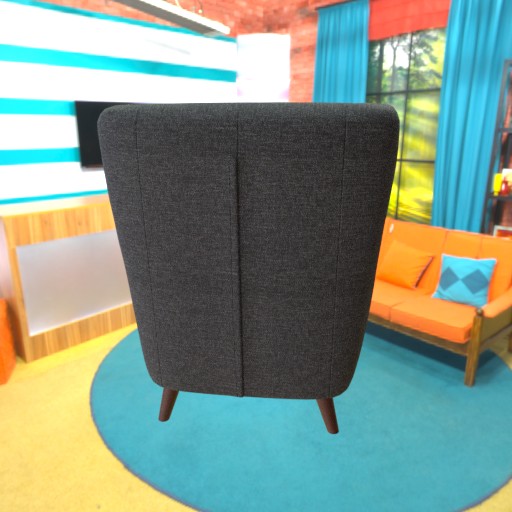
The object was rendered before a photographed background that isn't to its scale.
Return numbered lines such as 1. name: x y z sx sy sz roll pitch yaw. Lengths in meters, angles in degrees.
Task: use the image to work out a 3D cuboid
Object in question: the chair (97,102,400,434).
1. chair: 0.000 0.000 1.683 0.878 1.063 0.904 2 16 6
